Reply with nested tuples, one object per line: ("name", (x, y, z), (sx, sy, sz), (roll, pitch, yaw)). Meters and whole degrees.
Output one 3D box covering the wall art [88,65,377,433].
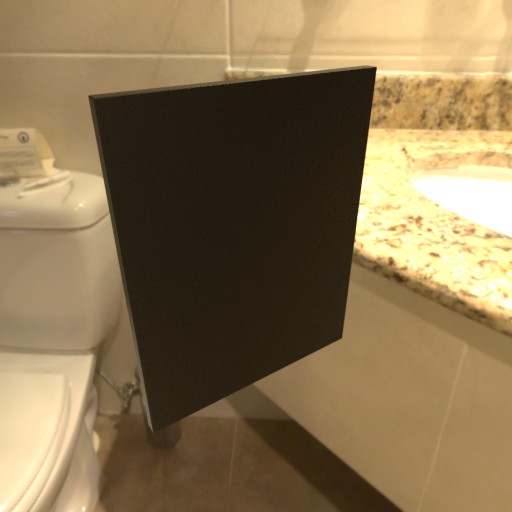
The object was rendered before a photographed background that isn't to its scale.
("wall art", (0.000, 0.000, 1.587), (0.950, 1.194, 0.053), (-19, 35, -29))
